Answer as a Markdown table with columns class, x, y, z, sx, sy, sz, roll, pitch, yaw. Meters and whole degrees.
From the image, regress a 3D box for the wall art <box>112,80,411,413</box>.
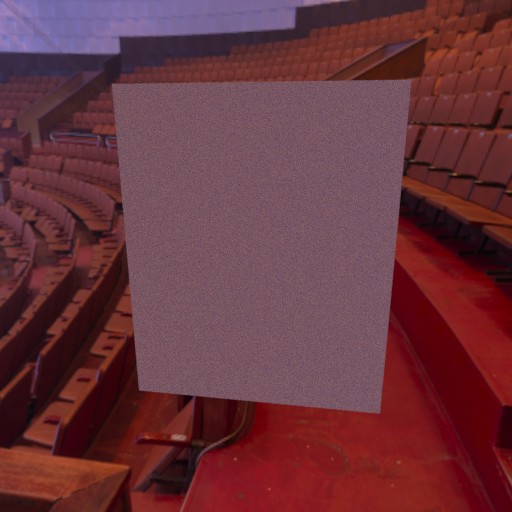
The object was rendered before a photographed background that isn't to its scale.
| class | x | y | z | sx | sy | sz | roll | pitch | yaw |
| --- | --- | --- | --- | --- | --- | --- | --- | --- | --- |
| wall art | 0.000 | 0.000 | 0.758 | 0.451 | 0.553 | 0.039 | 3 | 17 | 9 |
